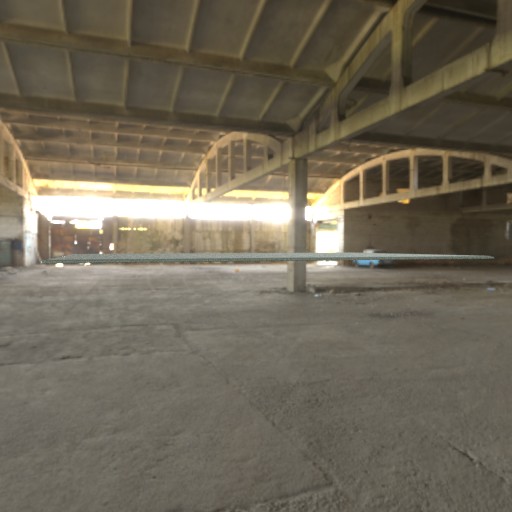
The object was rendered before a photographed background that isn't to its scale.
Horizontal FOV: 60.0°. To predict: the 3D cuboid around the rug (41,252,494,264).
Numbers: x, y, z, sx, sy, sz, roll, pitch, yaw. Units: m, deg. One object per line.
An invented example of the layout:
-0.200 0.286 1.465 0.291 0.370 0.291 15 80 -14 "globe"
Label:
0.000 0.000 2.265 1.840 0.012 1.219 0 1 -19 "rug"
